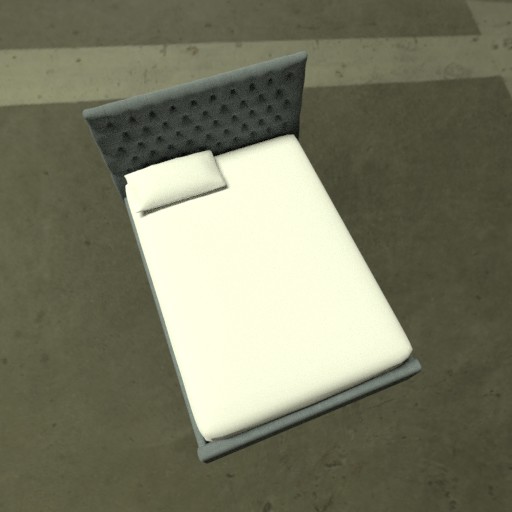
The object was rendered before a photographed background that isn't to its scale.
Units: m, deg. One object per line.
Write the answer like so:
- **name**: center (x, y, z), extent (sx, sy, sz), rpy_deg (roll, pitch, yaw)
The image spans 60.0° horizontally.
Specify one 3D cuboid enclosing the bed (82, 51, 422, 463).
- **bed**: center (0.000, 0.000, 3.312), extent (1.698, 1.411, 2.335), rpy_deg (-19, 65, -9)
